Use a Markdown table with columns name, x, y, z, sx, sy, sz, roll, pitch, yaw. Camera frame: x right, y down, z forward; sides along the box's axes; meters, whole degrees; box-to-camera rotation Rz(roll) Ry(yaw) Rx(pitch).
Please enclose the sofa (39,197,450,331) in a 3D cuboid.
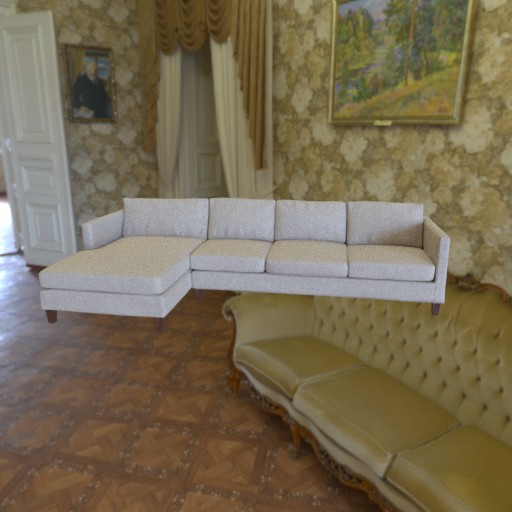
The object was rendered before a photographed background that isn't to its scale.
| name | x | y | z | sx | sy | sz | roll | pitch | yaw |
| --- | --- | --- | --- | --- | --- | --- | --- | --- | --- |
| sofa | 0.000 | 0.000 | 3.927 | 3.186 | 0.846 | 1.625 | 3 | 16 | 9 |
